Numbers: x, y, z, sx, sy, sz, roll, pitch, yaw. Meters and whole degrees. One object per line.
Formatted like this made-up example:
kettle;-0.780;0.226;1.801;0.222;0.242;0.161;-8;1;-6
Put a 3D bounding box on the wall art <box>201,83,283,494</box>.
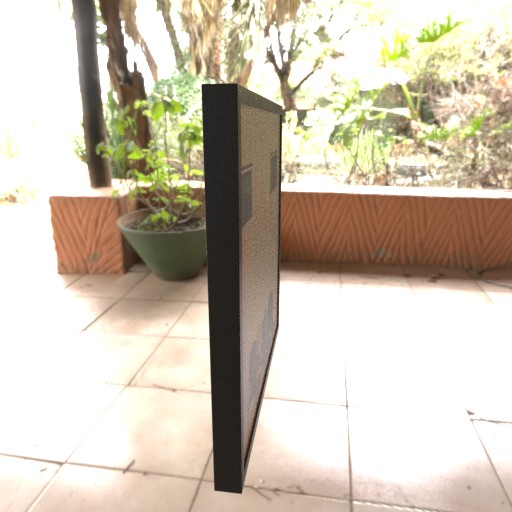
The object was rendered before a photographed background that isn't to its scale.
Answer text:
wall art;0.000;0.000;0.756;0.037;0.506;0.506;2;16;8
